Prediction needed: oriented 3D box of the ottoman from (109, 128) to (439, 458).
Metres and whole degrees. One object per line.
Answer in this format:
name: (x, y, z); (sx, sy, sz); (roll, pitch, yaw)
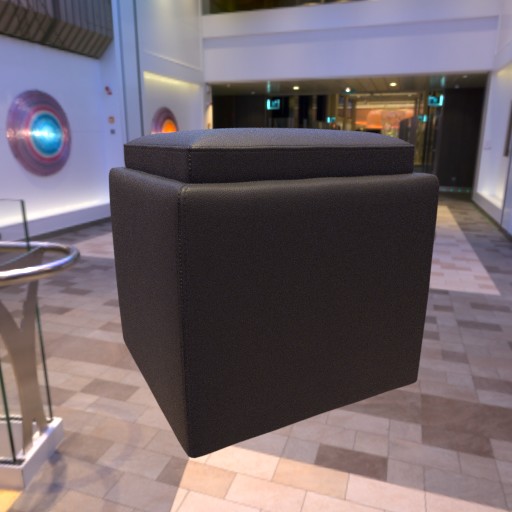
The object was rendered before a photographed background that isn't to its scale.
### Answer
ottoman: (0.000, 0.000, 0.833); (0.451, 0.460, 0.450); (-8, 17, -27)
